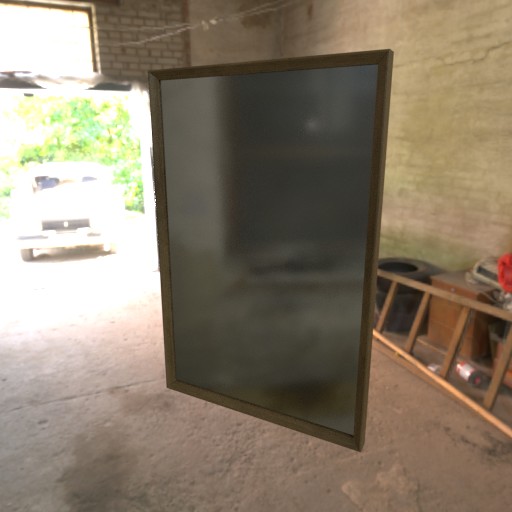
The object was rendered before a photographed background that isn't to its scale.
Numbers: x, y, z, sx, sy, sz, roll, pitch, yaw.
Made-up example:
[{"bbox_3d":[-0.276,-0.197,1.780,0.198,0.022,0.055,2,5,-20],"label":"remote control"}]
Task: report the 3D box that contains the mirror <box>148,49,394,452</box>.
[{"bbox_3d":[0.000,0.000,1.130,0.609,0.915,0.041,8,17,27],"label":"mirror"}]
